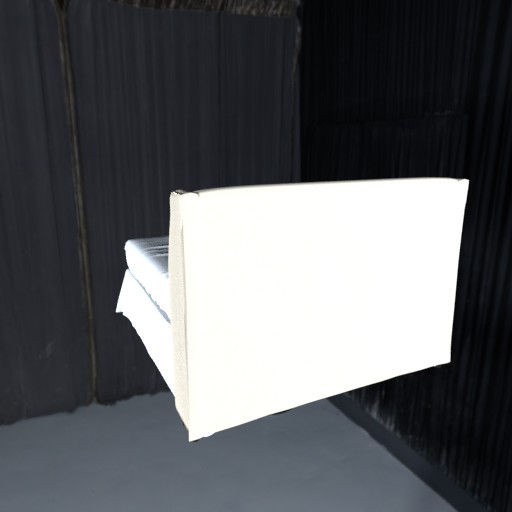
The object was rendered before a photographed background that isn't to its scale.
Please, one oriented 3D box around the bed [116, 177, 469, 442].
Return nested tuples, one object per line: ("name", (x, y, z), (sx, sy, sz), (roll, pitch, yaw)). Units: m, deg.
("bed", (0.000, 0.000, 3.516), (1.925, 1.332, 2.276), (-7, 16, -26))
